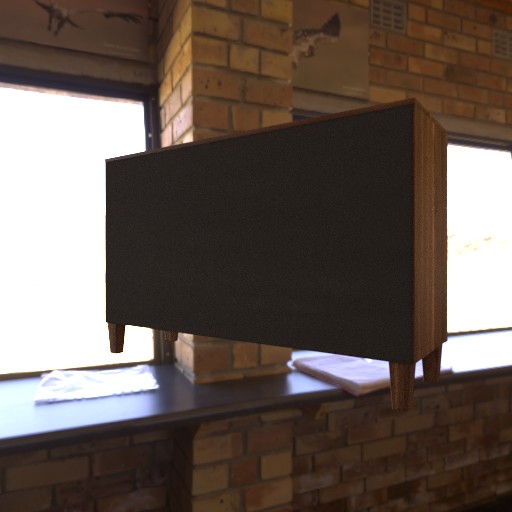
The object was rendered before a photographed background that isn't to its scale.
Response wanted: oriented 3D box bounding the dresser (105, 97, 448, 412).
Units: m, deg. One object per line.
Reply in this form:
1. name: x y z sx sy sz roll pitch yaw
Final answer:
1. dresser: 0.000 0.000 1.818 1.387 0.892 0.438 0 0 35
